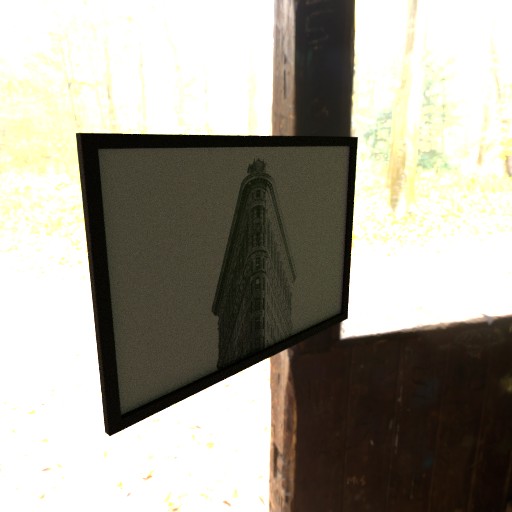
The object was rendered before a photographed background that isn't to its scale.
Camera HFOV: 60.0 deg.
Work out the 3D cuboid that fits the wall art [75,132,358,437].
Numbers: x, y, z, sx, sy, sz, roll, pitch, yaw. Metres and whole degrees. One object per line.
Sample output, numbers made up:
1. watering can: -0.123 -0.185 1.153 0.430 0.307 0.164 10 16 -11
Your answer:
1. wall art: 0.000 0.000 1.249 0.026 0.656 0.958 14 20 43
